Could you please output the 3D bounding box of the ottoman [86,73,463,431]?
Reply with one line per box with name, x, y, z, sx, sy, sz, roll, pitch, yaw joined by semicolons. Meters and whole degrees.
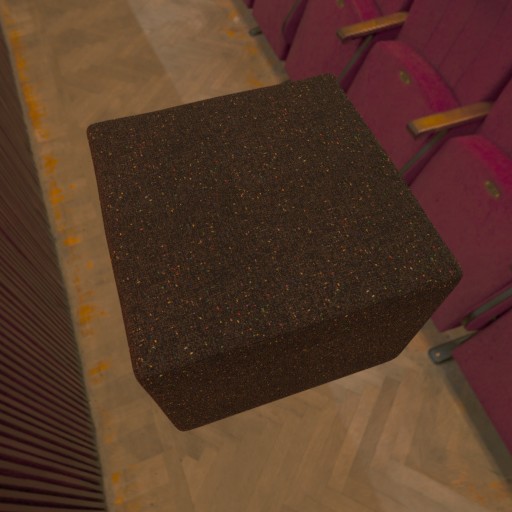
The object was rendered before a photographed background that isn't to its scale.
ottoman;0.000;0.000;0.896;0.508;0.432;0.508;-16;60;-10
